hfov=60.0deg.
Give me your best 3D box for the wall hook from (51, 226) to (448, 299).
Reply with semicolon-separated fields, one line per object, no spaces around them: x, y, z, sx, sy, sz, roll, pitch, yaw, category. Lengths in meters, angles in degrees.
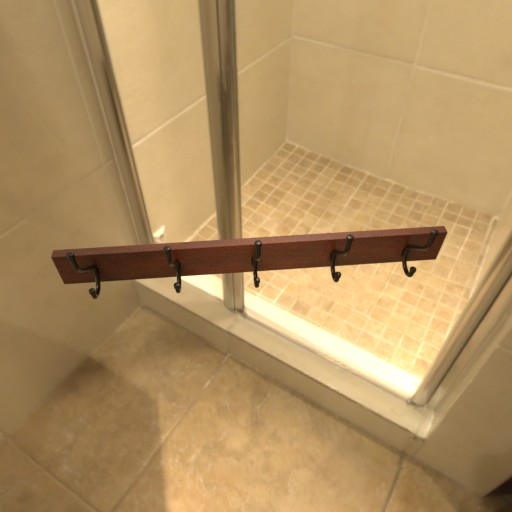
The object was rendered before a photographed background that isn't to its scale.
0.000;0.000;0.623;0.571;0.117;0.071;-4;47;-3;wall hook
